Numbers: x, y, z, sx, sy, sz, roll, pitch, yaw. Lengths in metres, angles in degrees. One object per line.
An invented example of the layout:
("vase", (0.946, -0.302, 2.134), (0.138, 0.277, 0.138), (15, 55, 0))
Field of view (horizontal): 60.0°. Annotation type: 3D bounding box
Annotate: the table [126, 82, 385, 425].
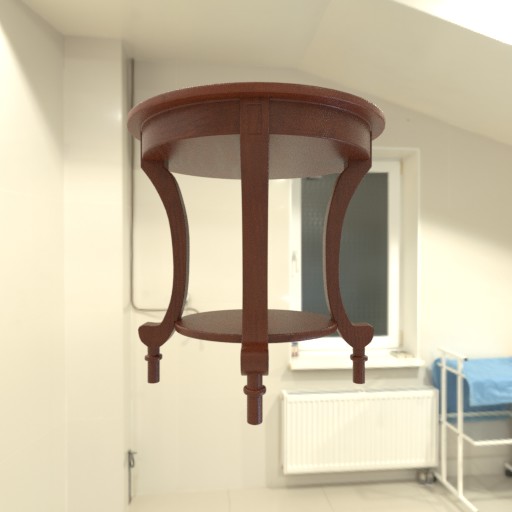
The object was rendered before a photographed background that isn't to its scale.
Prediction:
("table", (0.000, 0.000, 1.069), (0.597, 0.612, 0.597), (0, 1, 0))
